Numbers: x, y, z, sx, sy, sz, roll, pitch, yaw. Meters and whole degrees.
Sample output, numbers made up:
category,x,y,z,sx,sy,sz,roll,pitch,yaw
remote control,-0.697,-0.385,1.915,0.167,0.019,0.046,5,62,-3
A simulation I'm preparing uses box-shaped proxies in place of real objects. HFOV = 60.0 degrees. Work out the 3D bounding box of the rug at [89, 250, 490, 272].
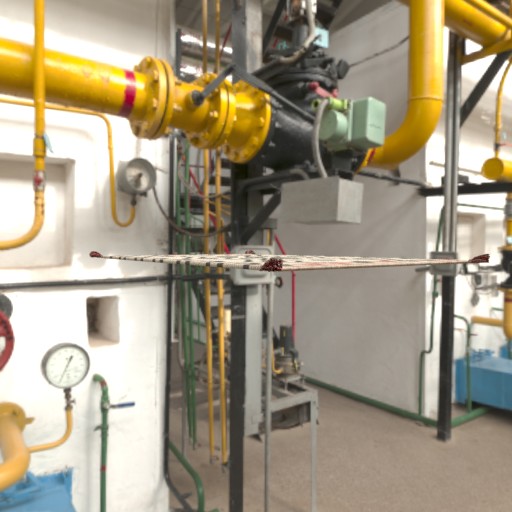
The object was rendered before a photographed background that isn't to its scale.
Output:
category,x,y,z,sx,sy,sz,roll,pitch,yaw
rug,0.000,0.000,3.306,1.741,0.066,2.672,-1,2,-36
